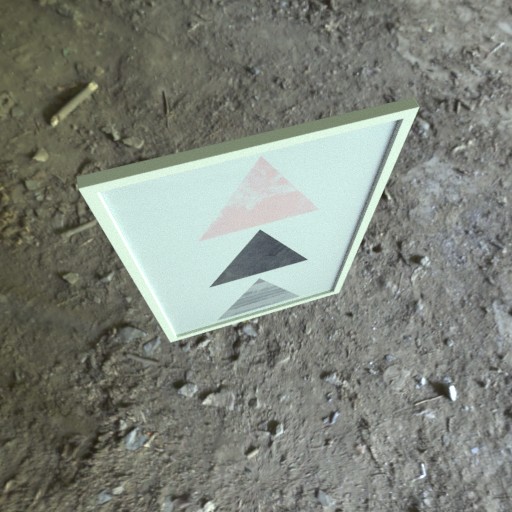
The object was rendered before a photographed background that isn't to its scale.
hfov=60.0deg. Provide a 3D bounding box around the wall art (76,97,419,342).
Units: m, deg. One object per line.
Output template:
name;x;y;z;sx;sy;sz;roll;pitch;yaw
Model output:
wall art;0.000;0.000;0.572;0.303;0.433;0.013;-15;64;-8
